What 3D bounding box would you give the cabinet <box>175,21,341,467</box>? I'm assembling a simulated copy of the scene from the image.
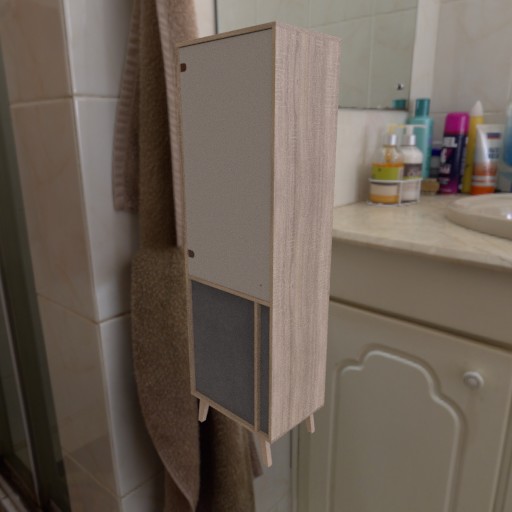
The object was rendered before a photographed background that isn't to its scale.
[{"bbox_3d":[0.000,0.000,2.085,0.570,1.850,0.400,14,21,42],"label":"cabinet"}]
